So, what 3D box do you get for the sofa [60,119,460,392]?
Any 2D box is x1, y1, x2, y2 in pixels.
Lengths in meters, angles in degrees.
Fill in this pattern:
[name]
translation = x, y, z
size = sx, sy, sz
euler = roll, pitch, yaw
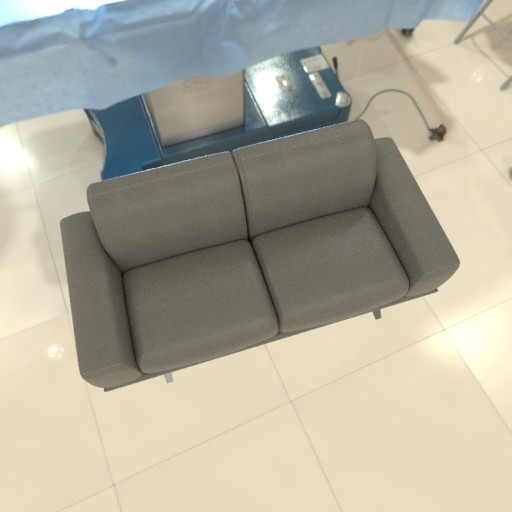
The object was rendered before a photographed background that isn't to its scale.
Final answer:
[sofa]
translation = 0.000, 0.000, 2.387
size = 1.901, 0.772, 0.900
euler = -15, 65, -7
